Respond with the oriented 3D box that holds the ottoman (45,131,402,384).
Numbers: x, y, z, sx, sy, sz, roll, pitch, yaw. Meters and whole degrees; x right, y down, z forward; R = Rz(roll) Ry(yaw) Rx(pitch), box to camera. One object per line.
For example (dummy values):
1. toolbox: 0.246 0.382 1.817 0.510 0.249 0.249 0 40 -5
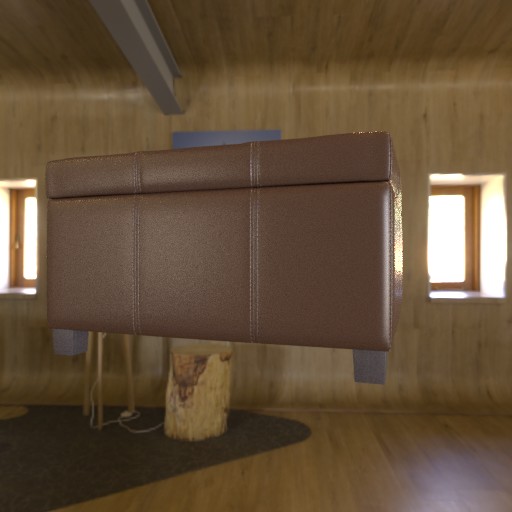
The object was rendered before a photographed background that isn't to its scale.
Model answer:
1. ottoman: 0.000 0.000 1.264 0.788 0.460 0.787 0 0 19
